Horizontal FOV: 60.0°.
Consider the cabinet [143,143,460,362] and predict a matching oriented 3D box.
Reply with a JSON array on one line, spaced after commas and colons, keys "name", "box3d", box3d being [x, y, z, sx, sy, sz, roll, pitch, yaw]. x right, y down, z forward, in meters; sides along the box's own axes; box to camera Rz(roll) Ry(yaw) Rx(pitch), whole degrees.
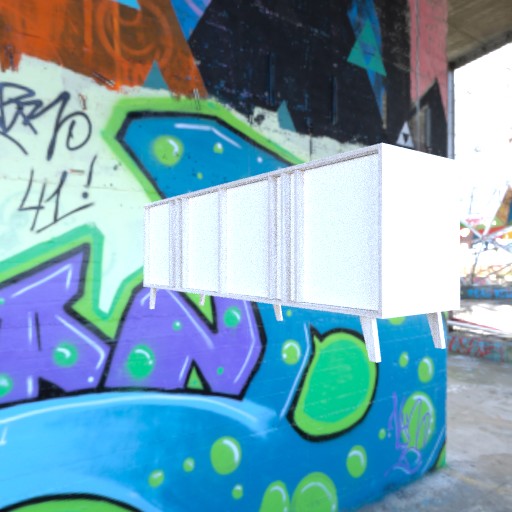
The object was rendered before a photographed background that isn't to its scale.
[{"name": "cabinet", "box3d": [0.000, 0.000, 2.585, 0.500, 0.780, 2.200, 0, 0, -36]}]
